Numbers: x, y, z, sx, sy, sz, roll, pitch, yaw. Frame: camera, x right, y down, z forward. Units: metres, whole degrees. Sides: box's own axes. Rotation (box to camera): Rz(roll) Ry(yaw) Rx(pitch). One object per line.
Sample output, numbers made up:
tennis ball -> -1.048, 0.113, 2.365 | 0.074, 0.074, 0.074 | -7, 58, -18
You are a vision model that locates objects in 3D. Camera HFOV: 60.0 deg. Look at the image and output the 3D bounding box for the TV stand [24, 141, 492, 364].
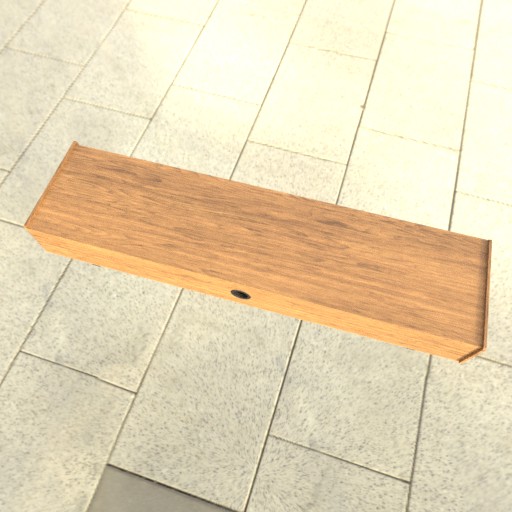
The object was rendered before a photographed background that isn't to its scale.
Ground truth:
TV stand -> 0.000, 0.000, 1.933 | 1.796, 0.415, 0.467 | 14, 65, 7
